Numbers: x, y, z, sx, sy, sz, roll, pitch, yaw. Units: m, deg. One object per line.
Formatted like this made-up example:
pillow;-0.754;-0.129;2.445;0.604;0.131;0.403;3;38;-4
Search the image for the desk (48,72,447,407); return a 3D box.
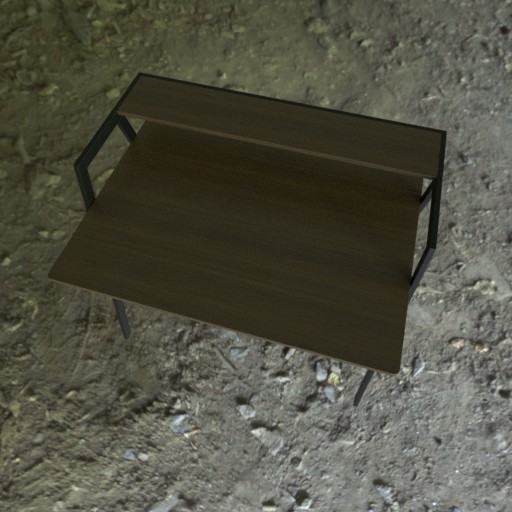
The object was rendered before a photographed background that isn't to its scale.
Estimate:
desk;0.000;0.000;1.829;1.143;0.998;0.936;14;58;9
